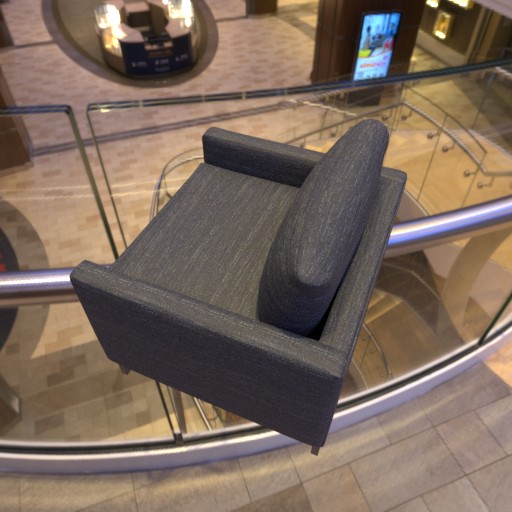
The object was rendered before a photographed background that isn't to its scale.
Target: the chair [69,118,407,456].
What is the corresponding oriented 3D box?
[{"bbox_3d":[0.000,0.000,1.637,0.866,0.861,0.963,17,49,16],"label":"chair"}]
